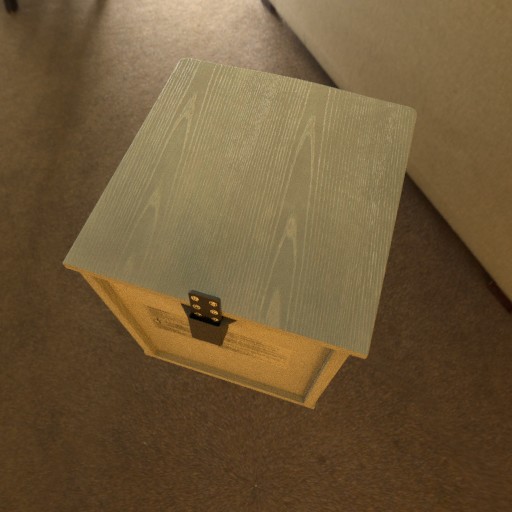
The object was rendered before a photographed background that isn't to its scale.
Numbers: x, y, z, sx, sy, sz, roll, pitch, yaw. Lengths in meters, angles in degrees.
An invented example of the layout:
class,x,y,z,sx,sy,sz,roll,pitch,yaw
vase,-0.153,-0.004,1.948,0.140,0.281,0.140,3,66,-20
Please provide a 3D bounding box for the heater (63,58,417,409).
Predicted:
class,x,y,z,sx,sy,sz,roll,pitch,yaw
heater,0.000,0.000,0.753,0.362,0.481,0.400,16,64,8
